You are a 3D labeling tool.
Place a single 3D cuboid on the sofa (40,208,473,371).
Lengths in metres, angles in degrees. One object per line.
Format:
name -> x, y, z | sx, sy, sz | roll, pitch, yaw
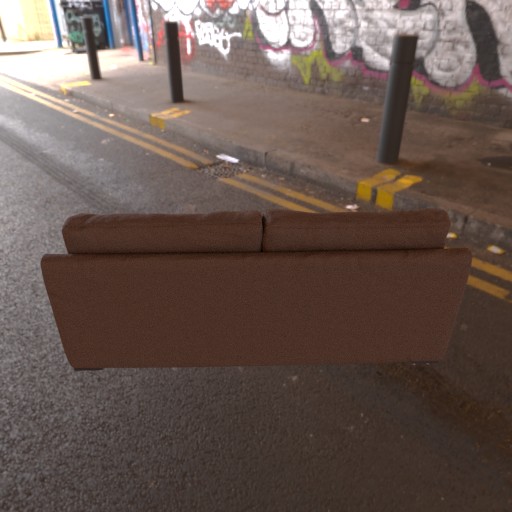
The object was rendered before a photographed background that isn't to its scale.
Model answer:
sofa -> 0.000, 0.000, 2.903 | 2.274, 0.950, 1.140 | -1, 30, -1
